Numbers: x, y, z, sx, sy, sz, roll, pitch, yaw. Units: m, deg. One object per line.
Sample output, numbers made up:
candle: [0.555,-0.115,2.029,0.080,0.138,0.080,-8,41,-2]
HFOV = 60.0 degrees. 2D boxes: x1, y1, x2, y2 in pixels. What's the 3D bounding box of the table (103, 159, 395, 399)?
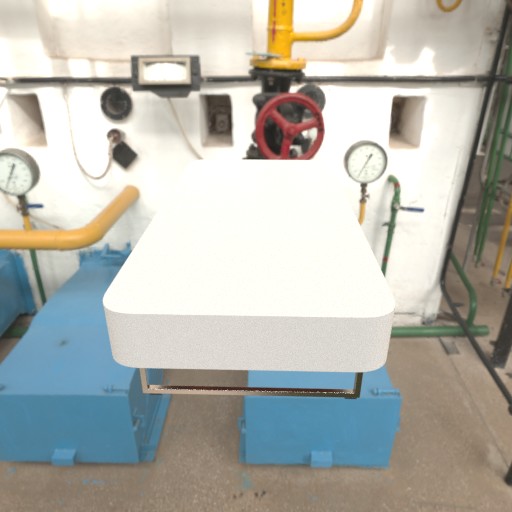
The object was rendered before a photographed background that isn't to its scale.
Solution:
table: [0.000,0.000,1.466,0.600,0.340,1.200,1,26,2]
